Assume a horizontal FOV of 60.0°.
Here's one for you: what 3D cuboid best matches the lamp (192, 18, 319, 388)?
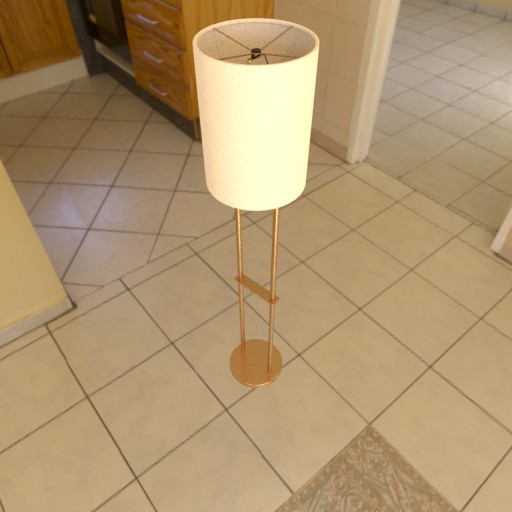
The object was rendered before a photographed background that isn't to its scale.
[{"bbox_3d":[0.000,0.000,1.608,0.306,1.500,0.305,32,54,27],"label":"lamp"}]
